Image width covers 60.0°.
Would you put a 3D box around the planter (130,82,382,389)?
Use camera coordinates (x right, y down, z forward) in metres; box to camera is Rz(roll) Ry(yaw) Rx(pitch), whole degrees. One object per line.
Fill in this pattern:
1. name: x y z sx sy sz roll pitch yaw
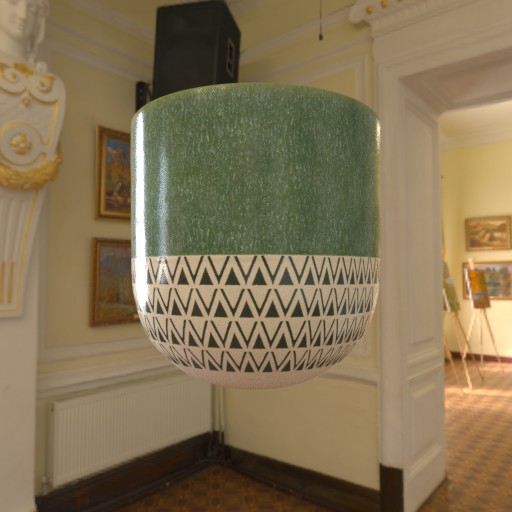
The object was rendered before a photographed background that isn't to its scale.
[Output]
1. planter: 0.000 0.000 0.484 0.266 0.270 0.266 0 -2 0
